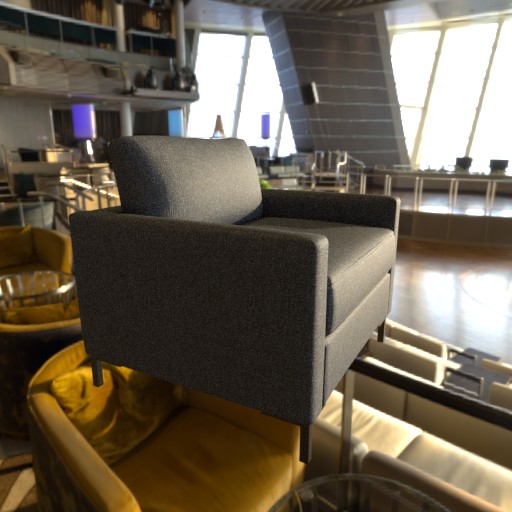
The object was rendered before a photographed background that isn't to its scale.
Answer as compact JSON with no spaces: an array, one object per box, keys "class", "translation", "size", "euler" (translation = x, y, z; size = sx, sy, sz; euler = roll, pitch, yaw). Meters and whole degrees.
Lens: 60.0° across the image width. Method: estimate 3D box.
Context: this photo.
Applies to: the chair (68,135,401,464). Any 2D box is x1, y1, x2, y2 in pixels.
[{"class":"chair","translation":[0.000,0.000,1.644],"size":[0.866,0.861,0.963],"euler":[8,17,28]}]
